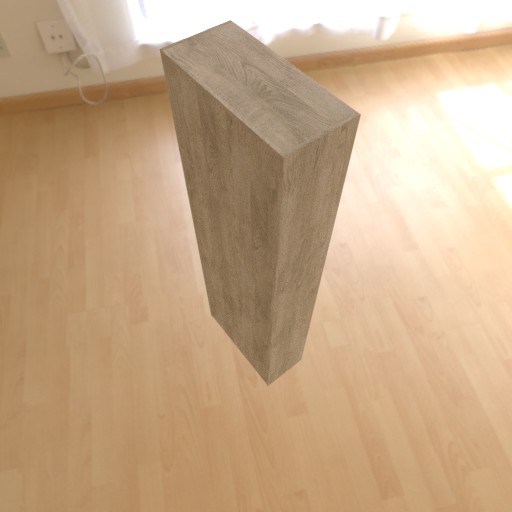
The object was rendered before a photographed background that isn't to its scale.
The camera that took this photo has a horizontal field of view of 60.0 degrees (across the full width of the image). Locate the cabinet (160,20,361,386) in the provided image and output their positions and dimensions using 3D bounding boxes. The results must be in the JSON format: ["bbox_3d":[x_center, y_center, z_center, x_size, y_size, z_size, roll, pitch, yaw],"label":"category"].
[{"bbox_3d":[0.000,0.000,1.797,0.250,1.630,0.520,-33,63,-20],"label":"cabinet"}]
